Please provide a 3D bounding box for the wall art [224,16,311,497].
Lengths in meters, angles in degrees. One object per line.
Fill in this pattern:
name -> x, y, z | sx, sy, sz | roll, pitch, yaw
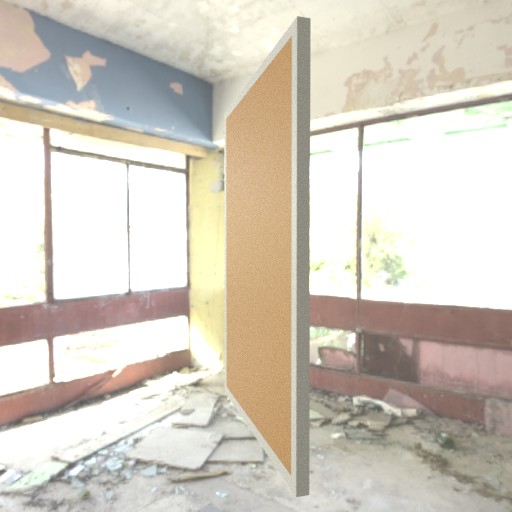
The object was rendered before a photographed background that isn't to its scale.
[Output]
wall art -> 0.000, 0.000, 0.546 | 0.013, 0.433, 0.303 | 0, 1, -16
